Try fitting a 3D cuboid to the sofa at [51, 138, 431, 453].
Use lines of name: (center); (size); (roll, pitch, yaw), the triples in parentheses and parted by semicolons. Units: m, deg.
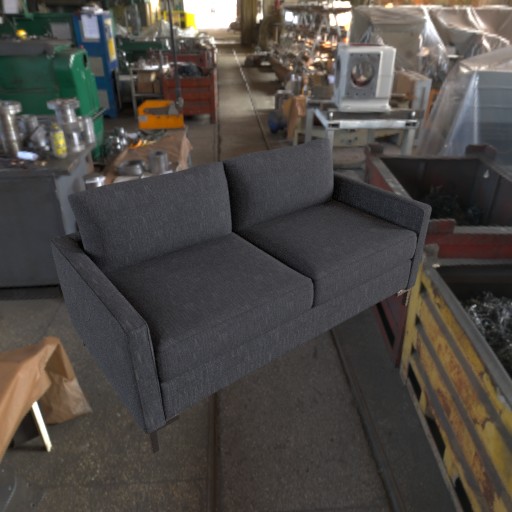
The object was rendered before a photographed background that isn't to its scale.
sofa: (0.000, 0.000, 2.236); (1.716, 0.862, 0.866); (-21, 36, -32)
